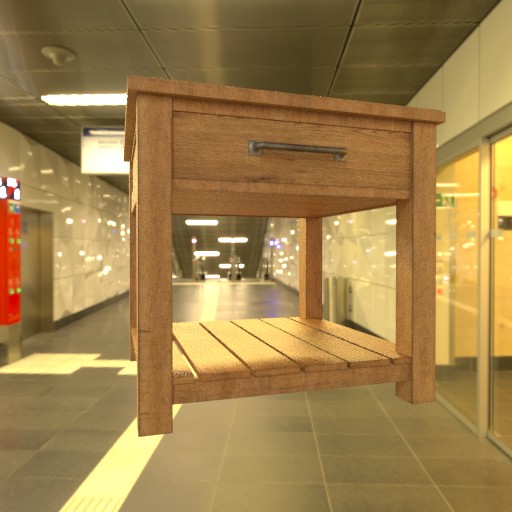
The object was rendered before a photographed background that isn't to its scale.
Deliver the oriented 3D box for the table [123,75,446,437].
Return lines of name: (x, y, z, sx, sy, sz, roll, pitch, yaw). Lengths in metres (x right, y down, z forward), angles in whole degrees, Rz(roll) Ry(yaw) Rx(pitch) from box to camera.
table: (0.000, 0.000, 1.089, 0.616, 0.593, 0.612, 0, 1, -17)
